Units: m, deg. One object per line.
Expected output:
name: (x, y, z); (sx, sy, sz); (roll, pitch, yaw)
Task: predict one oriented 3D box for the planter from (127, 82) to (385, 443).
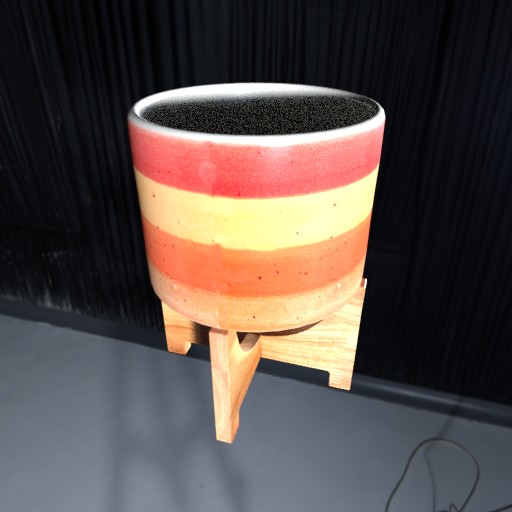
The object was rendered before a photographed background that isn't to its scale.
planter: (0.000, 0.000, 0.403); (0.199, 0.268, 0.199); (0, 30, 0)
